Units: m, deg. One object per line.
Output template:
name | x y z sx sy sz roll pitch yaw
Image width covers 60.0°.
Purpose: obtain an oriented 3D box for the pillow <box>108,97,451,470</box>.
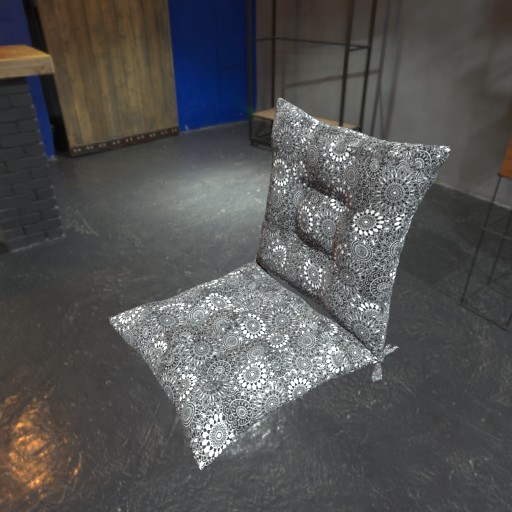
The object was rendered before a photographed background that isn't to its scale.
pillow | 0.000 0.000 0.983 0.585 0.536 0.541 -20 37 -29
